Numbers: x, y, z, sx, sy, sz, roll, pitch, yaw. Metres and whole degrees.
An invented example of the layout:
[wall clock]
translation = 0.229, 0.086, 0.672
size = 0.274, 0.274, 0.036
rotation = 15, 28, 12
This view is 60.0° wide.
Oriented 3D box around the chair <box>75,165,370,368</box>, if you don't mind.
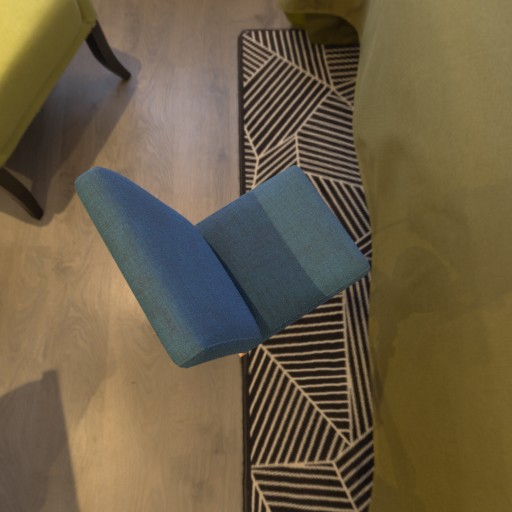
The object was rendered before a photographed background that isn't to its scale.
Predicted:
[chair]
translation = 0.000, 0.000, 1.360
size = 0.610, 1.029, 0.450
rotation = -31, 77, -8
